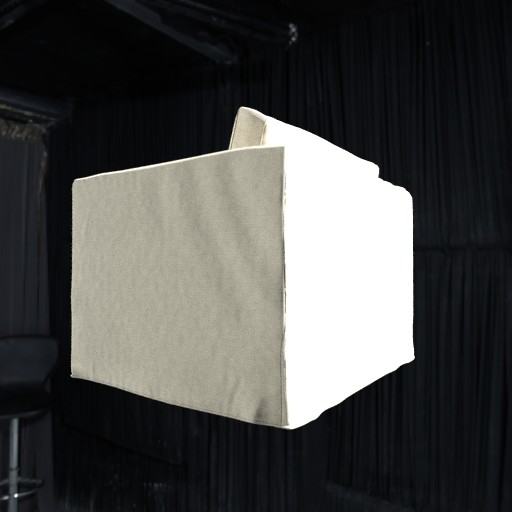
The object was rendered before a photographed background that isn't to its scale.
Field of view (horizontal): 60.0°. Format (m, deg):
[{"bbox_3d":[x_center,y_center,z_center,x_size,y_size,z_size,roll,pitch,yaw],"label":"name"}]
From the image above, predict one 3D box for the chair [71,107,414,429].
[{"bbox_3d":[0.000,0.000,1.745,0.949,0.867,1.057,-1,-1,36],"label":"chair"}]
